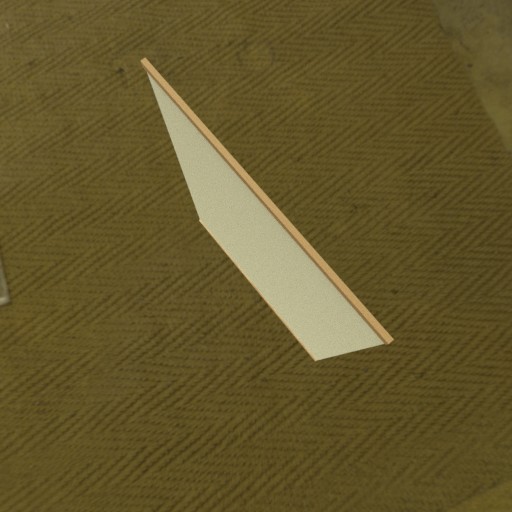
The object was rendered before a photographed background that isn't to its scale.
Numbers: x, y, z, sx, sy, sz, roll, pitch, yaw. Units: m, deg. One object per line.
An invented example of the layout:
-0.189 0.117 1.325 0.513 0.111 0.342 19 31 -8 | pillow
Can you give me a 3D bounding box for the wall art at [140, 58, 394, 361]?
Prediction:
0.000 0.000 1.352 0.013 1.016 0.758 -38 78 -9 | wall art
